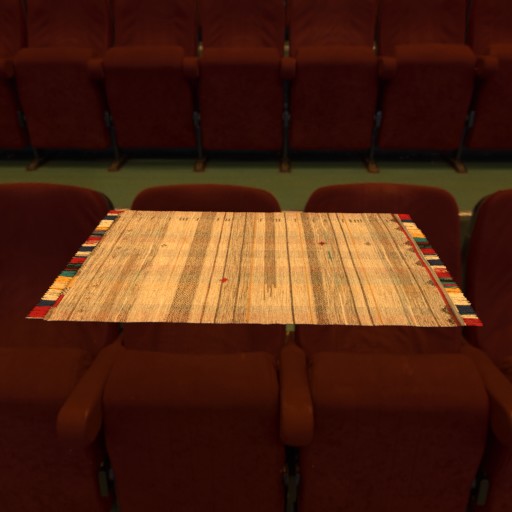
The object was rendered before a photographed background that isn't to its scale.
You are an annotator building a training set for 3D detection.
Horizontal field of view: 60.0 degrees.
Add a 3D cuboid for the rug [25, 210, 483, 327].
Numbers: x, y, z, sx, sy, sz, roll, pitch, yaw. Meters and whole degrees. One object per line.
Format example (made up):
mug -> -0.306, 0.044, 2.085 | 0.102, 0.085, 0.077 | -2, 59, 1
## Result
rug -> 0.000, 0.000, 2.984 | 2.465, 0.012, 1.465 | 1, 30, 1
